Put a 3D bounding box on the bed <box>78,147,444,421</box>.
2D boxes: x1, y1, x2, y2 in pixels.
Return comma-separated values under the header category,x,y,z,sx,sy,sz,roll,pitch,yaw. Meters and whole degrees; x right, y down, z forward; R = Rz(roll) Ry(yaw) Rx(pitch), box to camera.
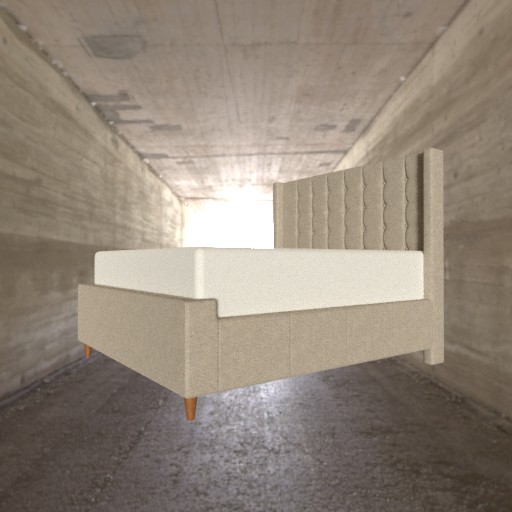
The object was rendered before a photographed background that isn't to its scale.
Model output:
category,x,y,z,sx,sy,sz,roll,pitch,yaw
bed,0.000,0.000,3.752,2.370,1.743,2.045,0,-1,-36
